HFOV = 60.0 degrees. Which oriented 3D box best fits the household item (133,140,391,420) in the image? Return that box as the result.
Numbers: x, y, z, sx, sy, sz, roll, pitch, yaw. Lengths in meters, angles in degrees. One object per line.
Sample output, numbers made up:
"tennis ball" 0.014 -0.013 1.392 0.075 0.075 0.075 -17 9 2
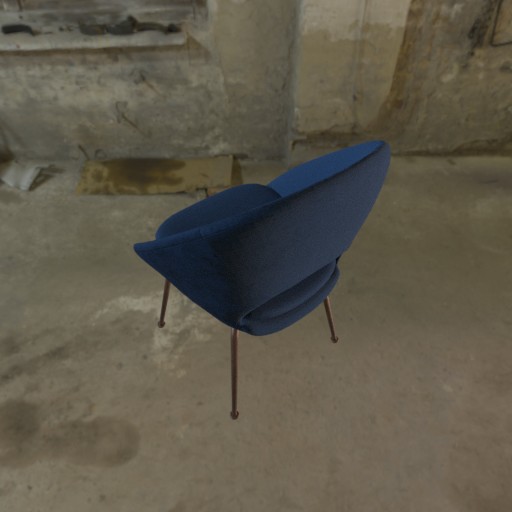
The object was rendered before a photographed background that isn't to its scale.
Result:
"household item" 0.000 0.000 1.288 0.623 0.852 0.573 -30 52 -27
